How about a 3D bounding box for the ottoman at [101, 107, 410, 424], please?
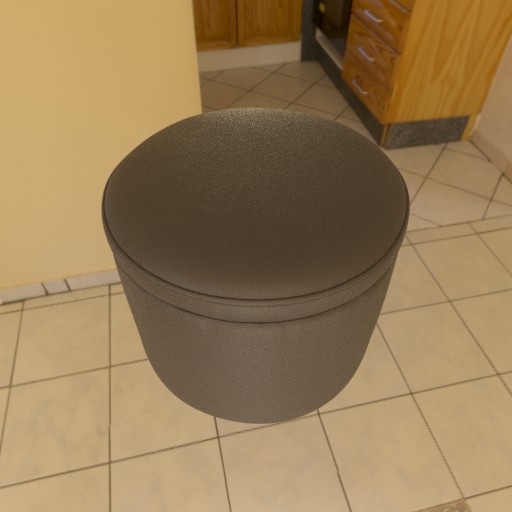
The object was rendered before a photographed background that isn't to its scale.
[{"bbox_3d":[0.000,0.000,0.851,0.500,0.409,0.500,0,46,0],"label":"ottoman"}]
